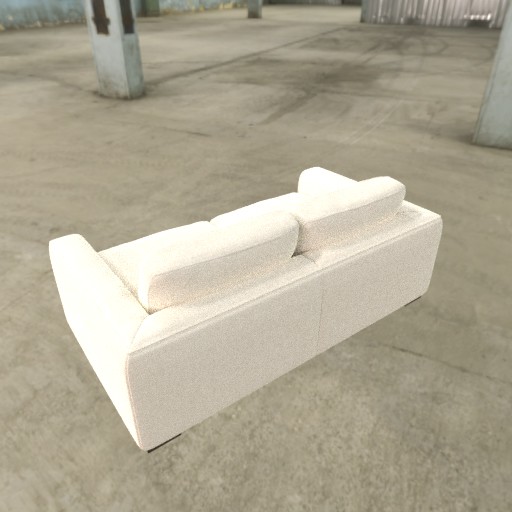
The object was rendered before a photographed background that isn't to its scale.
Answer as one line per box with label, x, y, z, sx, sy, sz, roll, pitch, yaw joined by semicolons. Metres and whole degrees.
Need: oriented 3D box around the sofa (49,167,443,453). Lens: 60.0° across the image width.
sofa;0.000;0.000;2.460;1.920;0.801;1.069;-21;37;-31
